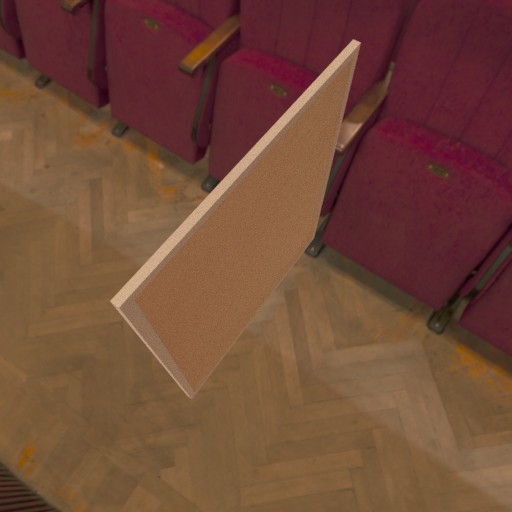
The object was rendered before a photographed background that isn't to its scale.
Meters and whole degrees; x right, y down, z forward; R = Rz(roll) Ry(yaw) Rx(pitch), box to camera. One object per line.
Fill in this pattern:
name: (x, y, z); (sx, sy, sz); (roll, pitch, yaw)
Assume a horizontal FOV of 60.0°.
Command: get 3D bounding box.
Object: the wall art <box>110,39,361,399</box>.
wall art: (0.000, 0.000, 0.778); (0.012, 0.557, 0.482); (33, 68, 15)
